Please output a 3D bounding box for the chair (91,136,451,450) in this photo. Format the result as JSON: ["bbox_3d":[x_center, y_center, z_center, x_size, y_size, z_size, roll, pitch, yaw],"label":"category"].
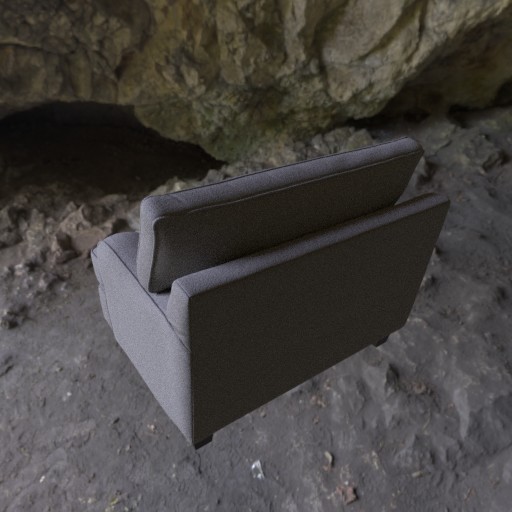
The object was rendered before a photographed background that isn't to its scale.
[{"bbox_3d":[0.000,0.000,1.983,1.220,1.016,1.040,-19,35,-30],"label":"chair"}]
